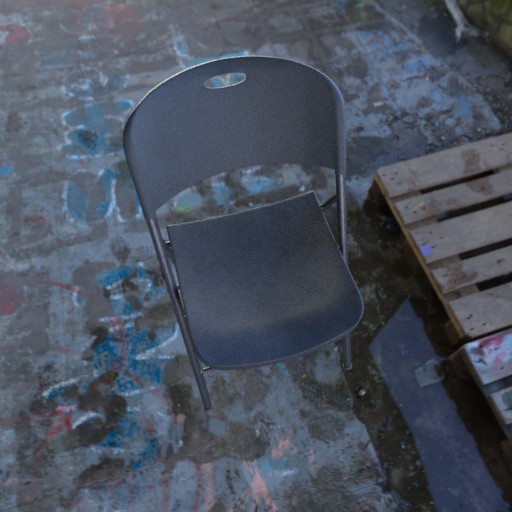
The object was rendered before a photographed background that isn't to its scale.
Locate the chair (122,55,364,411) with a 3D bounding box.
[{"bbox_3d":[0.000,0.000,1.178,0.494,0.810,0.567,-14,63,-7],"label":"chair"}]
